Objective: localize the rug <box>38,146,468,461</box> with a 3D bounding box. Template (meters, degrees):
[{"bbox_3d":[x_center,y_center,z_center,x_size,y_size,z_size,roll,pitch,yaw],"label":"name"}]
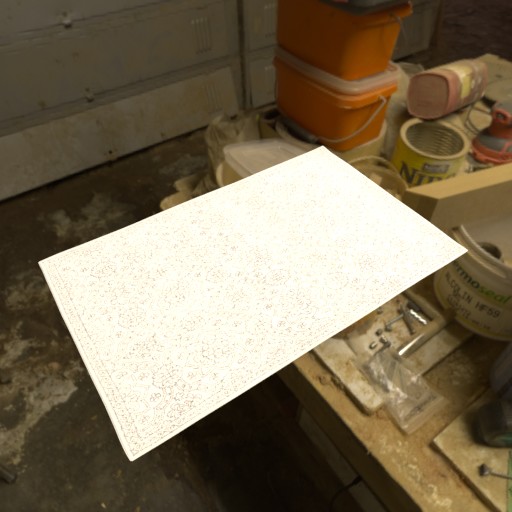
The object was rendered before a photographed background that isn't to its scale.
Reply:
[{"bbox_3d":[0.000,0.000,2.939,2.434,0.023,1.518,-26,52,-23],"label":"rug"}]
